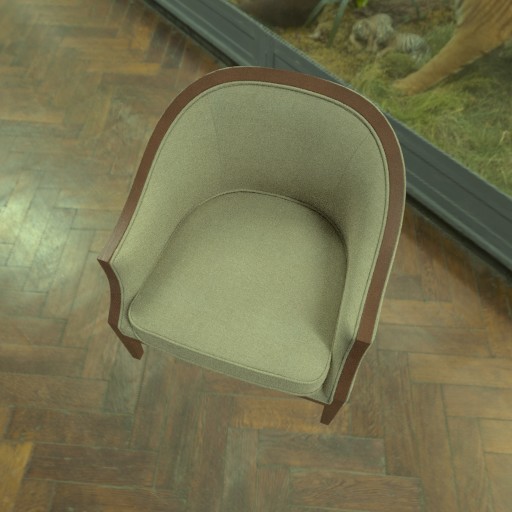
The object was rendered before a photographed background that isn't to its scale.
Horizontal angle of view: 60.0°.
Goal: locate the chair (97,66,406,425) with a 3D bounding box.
[{"bbox_3d":[0.000,0.000,1.436,0.803,0.876,0.735,16,60,10],"label":"chair"}]
